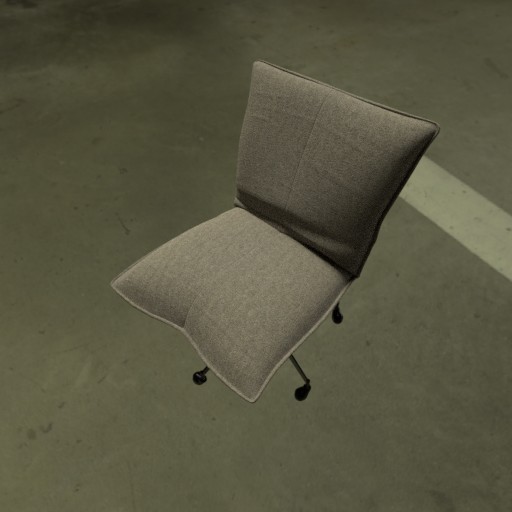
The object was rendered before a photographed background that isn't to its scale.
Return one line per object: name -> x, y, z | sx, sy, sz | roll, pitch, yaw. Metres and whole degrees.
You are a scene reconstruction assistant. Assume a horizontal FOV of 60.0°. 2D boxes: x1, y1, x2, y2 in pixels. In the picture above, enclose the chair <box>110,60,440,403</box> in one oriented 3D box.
chair -> 0.000, 0.000, 1.316 | 0.597, 0.811, 0.696 | 33, 55, 27
